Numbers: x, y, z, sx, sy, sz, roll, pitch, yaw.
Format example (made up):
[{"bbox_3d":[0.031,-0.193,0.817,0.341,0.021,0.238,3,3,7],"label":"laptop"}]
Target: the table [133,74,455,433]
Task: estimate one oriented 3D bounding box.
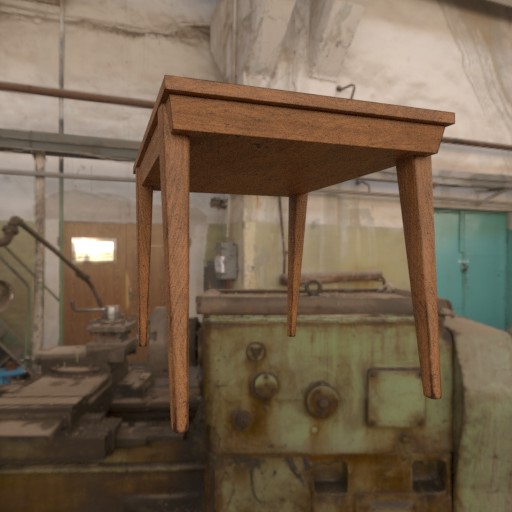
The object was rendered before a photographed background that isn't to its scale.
[{"bbox_3d":[0.000,0.000,1.533,0.757,0.760,1.027,0,0,-19],"label":"table"}]
